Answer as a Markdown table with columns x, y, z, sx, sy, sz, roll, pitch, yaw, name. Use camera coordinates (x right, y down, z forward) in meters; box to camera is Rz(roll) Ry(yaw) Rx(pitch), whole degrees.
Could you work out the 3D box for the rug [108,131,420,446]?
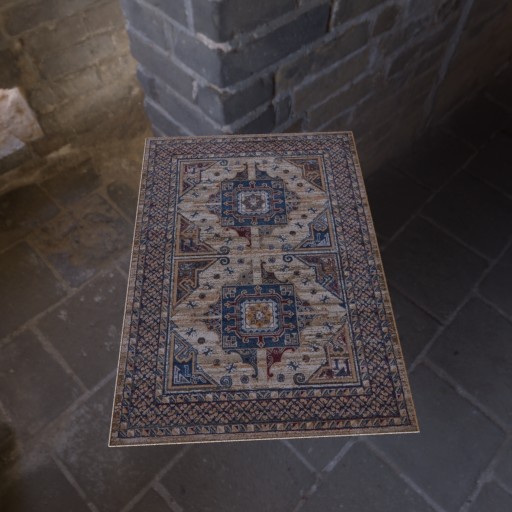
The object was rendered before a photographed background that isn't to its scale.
| x | y | z | sx | sy | sz | roll | pitch | yaw | name |
| --- | --- | --- | --- | --- | --- | --- | --- | --- | --- |
| 0.000 | 0.000 | 2.872 | 1.611 | 0.008 | 2.227 | -2 | 58 | -1 | rug |
